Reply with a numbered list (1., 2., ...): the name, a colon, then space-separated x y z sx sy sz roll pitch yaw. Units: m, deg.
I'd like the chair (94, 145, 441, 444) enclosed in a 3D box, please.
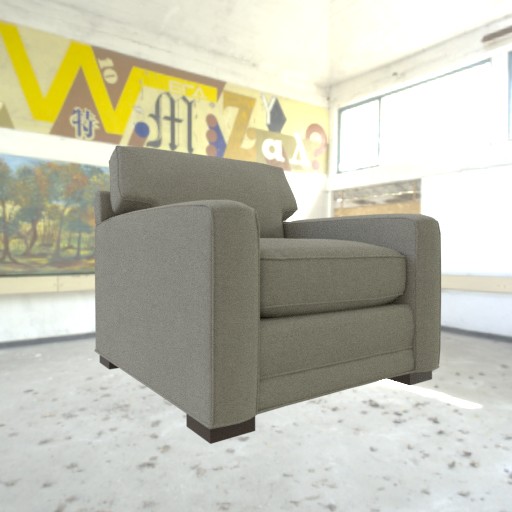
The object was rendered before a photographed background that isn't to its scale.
1. chair: 0.000 0.000 1.788 0.999 0.934 1.044 -1 1 -35
